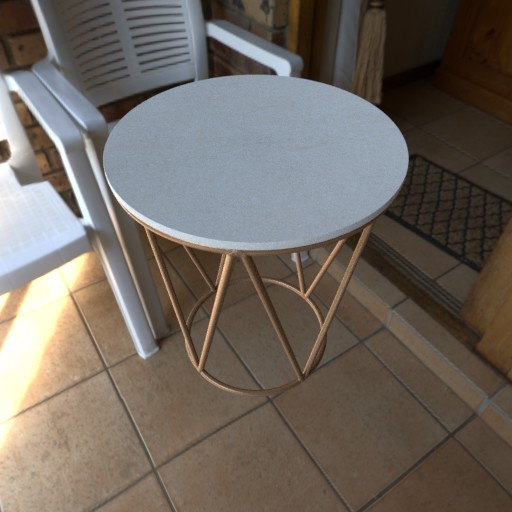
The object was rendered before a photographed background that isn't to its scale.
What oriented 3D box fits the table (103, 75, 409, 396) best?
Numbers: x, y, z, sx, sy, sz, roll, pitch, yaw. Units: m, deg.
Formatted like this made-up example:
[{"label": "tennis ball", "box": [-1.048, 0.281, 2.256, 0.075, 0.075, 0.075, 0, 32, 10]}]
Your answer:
[{"label": "table", "box": [0.000, 0.000, 0.946, 0.500, 0.564, 0.500, 0, 46, 0]}]
